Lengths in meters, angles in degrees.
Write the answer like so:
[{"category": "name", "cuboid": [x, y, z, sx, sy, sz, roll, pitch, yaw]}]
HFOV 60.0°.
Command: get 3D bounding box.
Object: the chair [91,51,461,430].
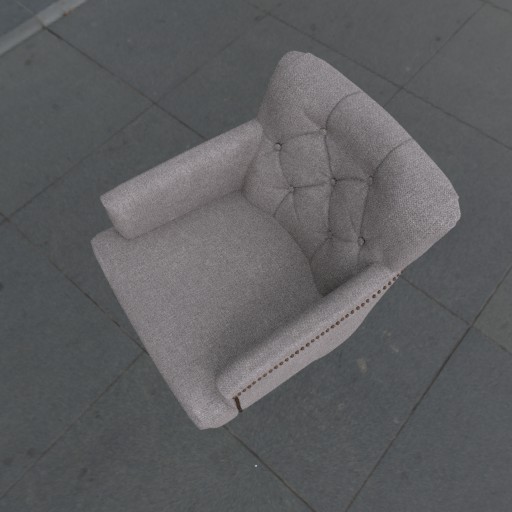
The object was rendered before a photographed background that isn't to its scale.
[{"category": "chair", "cuboid": [0.000, 0.000, 1.472, 0.902, 0.823, 0.737, -32, 69, -14]}]
